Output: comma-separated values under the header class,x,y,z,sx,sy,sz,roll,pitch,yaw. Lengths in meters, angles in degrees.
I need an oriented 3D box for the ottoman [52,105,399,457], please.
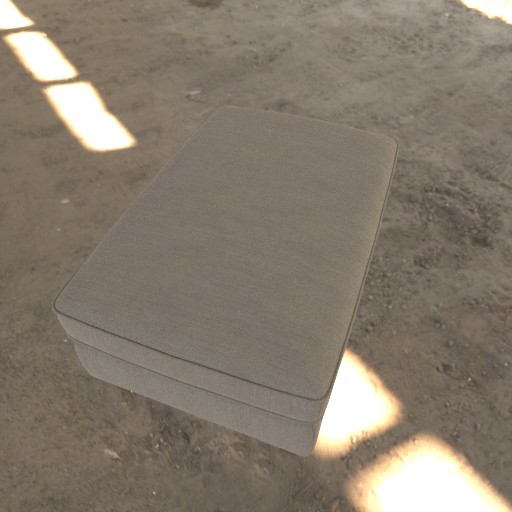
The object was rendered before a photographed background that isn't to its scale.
class,x,y,z,sx,sy,sz,roll,pitch,yaw
ottoman,0.000,0.000,1.300,0.636,0.480,0.941,16,50,14
